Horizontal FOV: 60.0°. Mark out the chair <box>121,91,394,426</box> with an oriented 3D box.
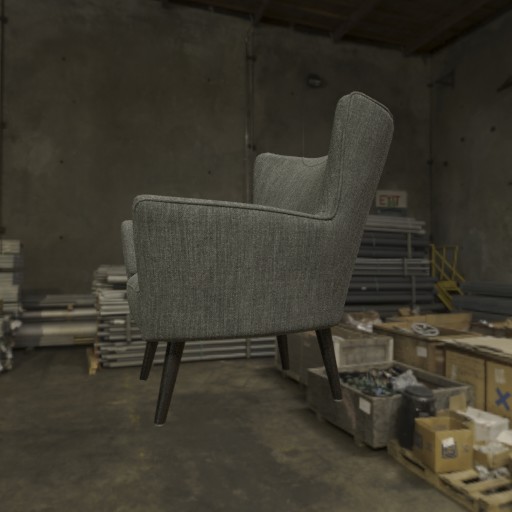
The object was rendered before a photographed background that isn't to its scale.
[{"bbox_3d":[0.000,0.000,1.565,0.888,0.933,0.781,0,-1,-19],"label":"chair"}]
